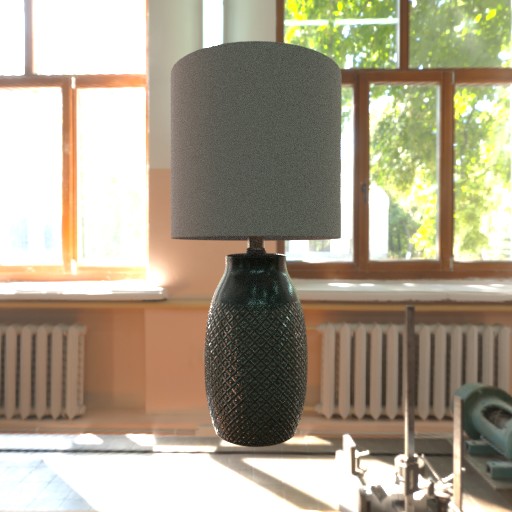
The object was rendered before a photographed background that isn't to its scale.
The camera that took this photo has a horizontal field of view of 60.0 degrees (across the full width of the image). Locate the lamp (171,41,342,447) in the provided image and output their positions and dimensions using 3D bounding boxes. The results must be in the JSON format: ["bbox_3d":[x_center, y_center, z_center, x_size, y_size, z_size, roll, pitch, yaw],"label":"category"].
[{"bbox_3d":[0.000,0.000,0.574,0.217,0.453,0.217,1,1,36],"label":"lamp"}]
